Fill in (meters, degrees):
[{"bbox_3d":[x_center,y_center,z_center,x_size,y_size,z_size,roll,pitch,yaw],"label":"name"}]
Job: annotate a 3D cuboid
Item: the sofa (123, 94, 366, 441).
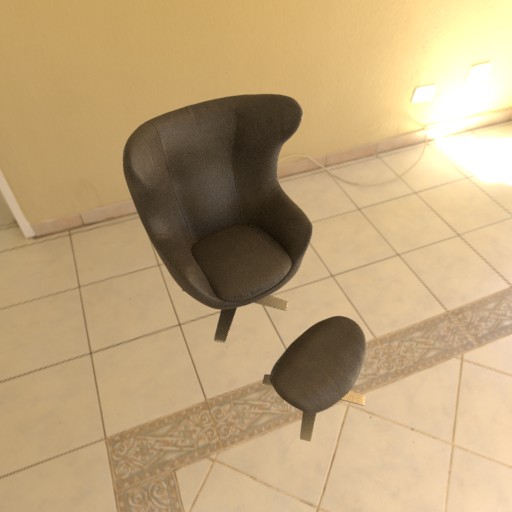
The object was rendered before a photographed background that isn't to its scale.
[{"bbox_3d":[0.000,0.000,2.182,0.894,1.135,1.444,-24,52,-21],"label":"sofa"}]
